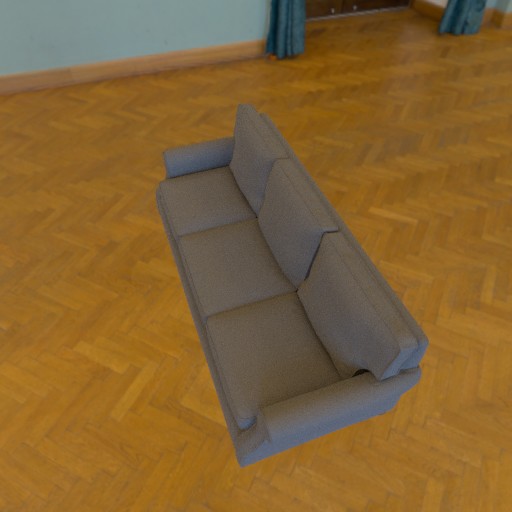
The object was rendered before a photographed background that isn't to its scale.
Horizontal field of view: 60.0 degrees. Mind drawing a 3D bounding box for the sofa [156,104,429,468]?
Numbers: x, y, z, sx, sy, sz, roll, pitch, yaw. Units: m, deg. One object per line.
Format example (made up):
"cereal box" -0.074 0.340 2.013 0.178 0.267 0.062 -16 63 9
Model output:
"sofa" 0.000 0.000 2.860 0.966 0.948 2.353 -15 49 -13
